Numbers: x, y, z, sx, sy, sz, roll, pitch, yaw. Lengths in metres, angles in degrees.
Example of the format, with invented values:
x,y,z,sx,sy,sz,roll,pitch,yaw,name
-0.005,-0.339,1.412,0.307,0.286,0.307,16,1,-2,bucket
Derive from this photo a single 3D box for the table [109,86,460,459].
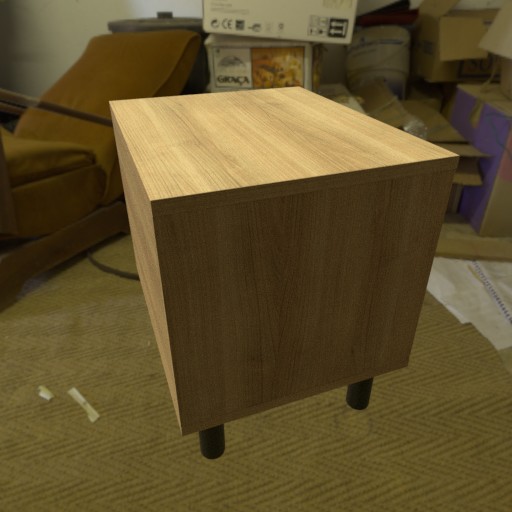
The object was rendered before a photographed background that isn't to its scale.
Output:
x,y,z,sx,sy,sz,roll,pitch,yaw,name
0.000,0.000,0.772,0.380,0.460,0.445,-11,33,-17,table
